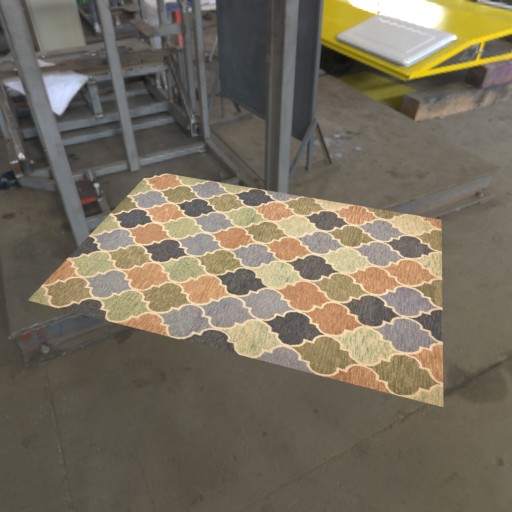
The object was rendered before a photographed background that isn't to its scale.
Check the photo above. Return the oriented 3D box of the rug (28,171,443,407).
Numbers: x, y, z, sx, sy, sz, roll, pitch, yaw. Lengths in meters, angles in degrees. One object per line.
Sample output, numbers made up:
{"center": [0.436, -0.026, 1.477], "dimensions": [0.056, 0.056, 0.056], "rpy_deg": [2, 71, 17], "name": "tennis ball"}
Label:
{"center": [0.000, 0.000, 2.285], "dimensions": [1.828, 0.006, 1.216], "rpy_deg": [11, 42, 13], "name": "rug"}
